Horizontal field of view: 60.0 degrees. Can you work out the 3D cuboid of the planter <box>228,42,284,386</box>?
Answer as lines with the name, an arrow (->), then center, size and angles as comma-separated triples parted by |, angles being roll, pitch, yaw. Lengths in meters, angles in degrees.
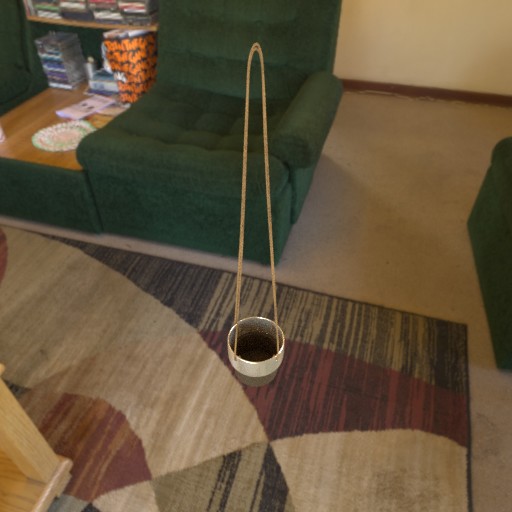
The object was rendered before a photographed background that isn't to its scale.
planter -> 0.000, 0.000, 1.195 | 0.187, 1.073, 0.187 | -1, 43, -1
